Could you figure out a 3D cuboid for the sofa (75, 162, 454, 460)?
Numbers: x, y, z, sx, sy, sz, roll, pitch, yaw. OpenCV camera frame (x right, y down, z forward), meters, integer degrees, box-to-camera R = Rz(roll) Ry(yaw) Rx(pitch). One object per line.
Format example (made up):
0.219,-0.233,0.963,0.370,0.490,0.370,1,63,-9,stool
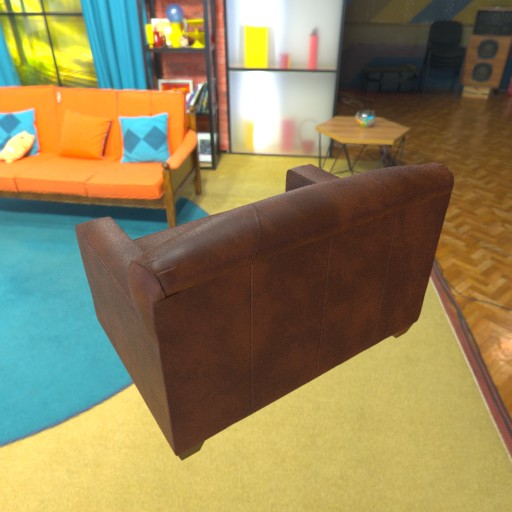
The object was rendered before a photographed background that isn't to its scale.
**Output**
0.000,0.000,2.079,1.413,0.956,1.000,-20,37,-28,sofa
